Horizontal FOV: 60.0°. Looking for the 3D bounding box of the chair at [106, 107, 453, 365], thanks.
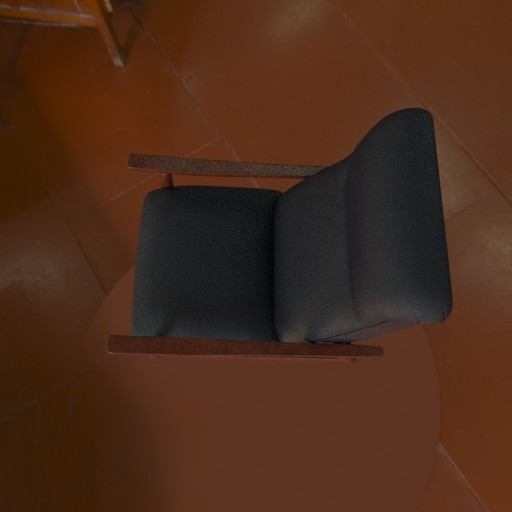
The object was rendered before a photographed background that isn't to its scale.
[{"bbox_3d":[0.000,0.000,1.697,1.014,1.082,0.762,1,73,0],"label":"chair"}]
